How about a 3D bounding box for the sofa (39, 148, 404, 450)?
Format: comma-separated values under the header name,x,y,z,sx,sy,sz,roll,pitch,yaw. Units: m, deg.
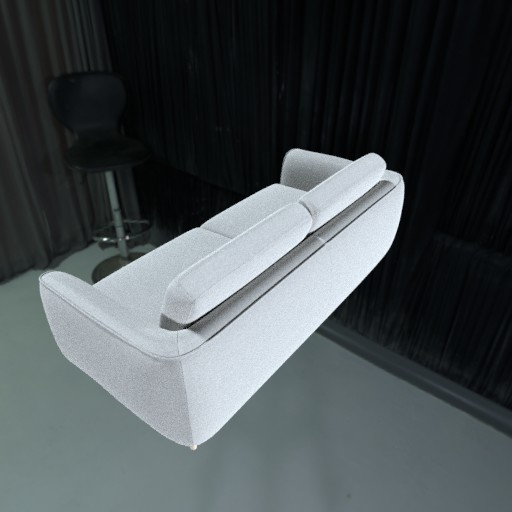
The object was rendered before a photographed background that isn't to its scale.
name,x,y,z,sx,sy,sz,roll,pitch,yaw
sofa,0.000,0.000,2.391,0.920,0.850,2.000,23,40,31
